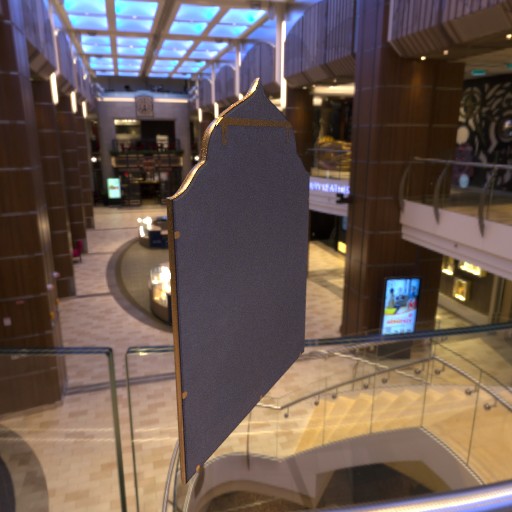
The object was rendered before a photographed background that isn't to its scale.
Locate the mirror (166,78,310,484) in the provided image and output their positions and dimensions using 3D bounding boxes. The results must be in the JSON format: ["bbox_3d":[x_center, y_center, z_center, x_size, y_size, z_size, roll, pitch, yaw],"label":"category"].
[{"bbox_3d":[0.000,0.000,0.847,0.018,0.635,0.513,8,17,27],"label":"mirror"}]
